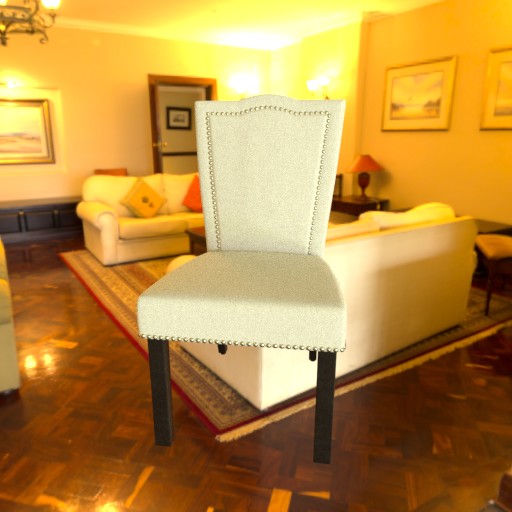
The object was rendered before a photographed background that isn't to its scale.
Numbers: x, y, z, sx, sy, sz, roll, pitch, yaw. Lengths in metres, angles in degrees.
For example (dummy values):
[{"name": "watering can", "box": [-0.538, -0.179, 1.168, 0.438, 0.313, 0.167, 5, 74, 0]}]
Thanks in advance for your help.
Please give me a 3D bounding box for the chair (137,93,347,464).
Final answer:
[{"name": "chair", "box": [0.000, 0.000, 1.307, 0.518, 0.946, 0.589, 2, 15, 9]}]
